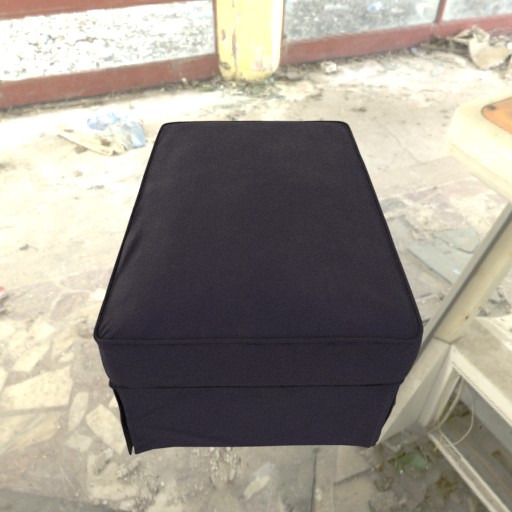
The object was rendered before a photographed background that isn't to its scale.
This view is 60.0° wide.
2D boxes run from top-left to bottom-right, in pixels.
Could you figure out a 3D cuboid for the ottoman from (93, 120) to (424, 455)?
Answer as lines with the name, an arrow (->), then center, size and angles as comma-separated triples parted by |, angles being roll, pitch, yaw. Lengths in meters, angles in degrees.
ottoman -> 0.000, 0.000, 1.275 | 0.637, 0.503, 0.938 | 0, 42, 0
